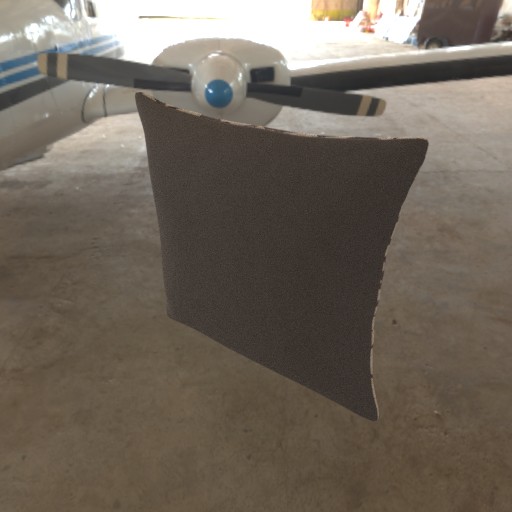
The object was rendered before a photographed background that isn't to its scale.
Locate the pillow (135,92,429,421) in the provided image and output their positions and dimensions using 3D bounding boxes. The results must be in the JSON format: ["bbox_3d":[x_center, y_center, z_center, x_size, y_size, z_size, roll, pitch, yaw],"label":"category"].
[{"bbox_3d":[0.000,0.000,0.792,0.526,0.507,0.166,20,36,31],"label":"pillow"}]
